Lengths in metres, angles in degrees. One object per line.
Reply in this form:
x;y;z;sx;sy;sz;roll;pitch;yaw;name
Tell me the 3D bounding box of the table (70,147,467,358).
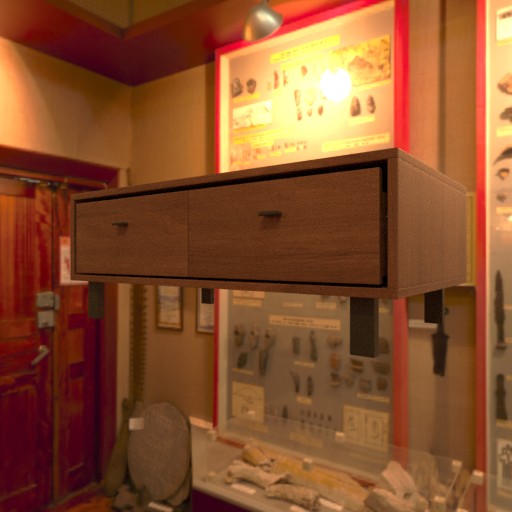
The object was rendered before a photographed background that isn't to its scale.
0.000;0.000;1.298;1.020;0.380;0.600;0;0;36;table
